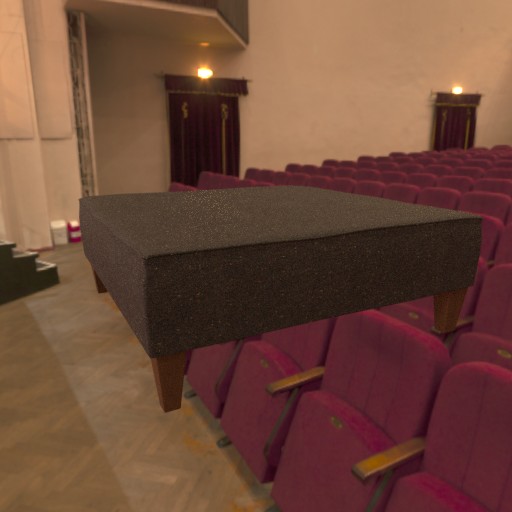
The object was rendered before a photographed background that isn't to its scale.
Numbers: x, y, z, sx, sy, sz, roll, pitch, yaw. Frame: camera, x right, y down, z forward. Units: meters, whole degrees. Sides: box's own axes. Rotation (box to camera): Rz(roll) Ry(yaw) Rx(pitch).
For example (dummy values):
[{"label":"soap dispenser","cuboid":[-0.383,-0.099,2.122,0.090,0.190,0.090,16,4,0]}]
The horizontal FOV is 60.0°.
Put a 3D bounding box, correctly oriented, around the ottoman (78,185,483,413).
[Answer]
[{"label":"ottoman","cuboid":[0.000,0.000,1.509,1.004,0.382,0.968,-8,17,-27]}]
